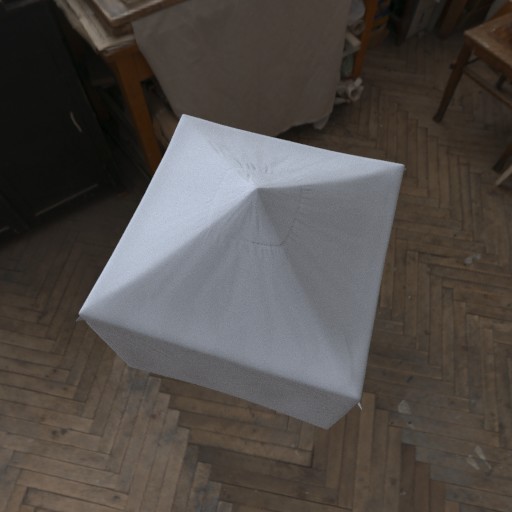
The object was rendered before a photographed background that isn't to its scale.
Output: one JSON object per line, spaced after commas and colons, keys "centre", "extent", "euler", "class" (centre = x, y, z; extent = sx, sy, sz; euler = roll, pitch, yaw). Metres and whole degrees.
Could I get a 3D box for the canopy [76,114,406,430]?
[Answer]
{"centre": [0.000, 0.000, 5.575], "extent": [3.043, 2.997, 3.121], "euler": [15, 63, 8], "class": "canopy"}
